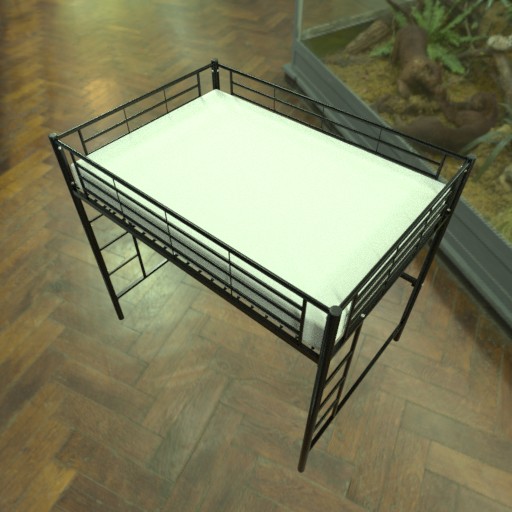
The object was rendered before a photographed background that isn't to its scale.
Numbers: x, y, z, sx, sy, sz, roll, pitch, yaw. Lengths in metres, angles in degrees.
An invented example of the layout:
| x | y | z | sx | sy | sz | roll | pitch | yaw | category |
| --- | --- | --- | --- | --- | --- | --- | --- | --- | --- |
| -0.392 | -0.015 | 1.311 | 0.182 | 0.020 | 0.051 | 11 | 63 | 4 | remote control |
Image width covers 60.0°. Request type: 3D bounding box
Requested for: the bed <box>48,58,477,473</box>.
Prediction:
| x | y | z | sx | sy | sz | roll | pitch | yaw | category |
| --- | --- | --- | --- | --- | --- | --- | --- | --- | --- |
| 0.000 | 0.000 | 3.136 | 1.994 | 1.803 | 1.397 | 31 | 54 | 26 | bed |
